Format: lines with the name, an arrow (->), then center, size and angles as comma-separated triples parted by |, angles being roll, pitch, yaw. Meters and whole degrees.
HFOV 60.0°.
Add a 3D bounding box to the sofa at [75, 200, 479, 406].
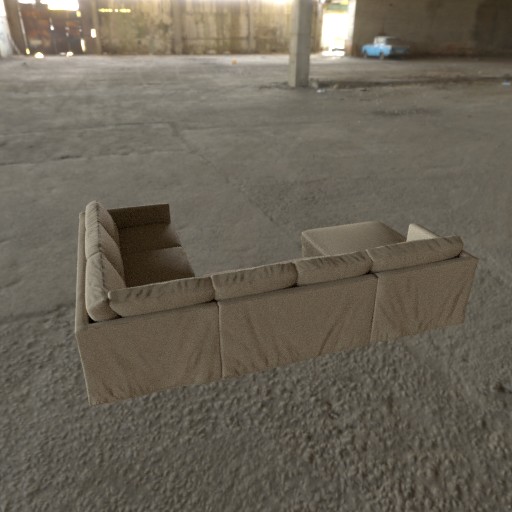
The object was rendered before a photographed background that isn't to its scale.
sofa -> 0.000, 0.000, 4.660 | 3.528, 0.878, 2.476 | -9, 28, -17
